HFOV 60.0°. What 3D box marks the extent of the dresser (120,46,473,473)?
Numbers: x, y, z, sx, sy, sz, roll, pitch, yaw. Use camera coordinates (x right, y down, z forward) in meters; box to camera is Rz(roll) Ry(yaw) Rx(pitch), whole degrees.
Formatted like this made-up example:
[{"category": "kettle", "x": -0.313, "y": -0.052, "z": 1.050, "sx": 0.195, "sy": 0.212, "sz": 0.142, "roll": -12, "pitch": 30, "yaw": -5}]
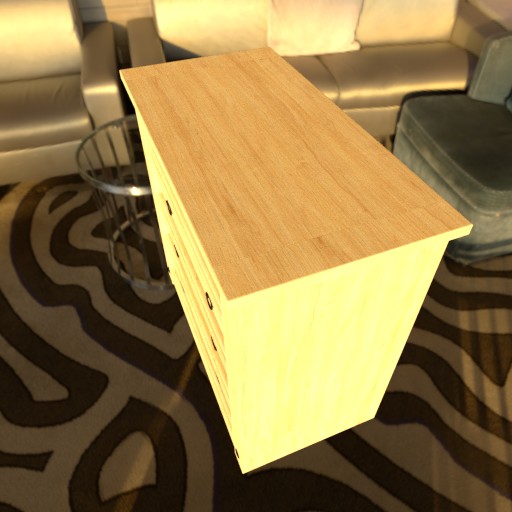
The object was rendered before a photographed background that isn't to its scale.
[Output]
[{"category": "dresser", "x": 0.000, "y": 0.000, "z": 1.160, "sx": 0.410, "sy": 0.730, "sz": 0.800, "roll": -16, "pitch": 47, "yaw": -15}]
